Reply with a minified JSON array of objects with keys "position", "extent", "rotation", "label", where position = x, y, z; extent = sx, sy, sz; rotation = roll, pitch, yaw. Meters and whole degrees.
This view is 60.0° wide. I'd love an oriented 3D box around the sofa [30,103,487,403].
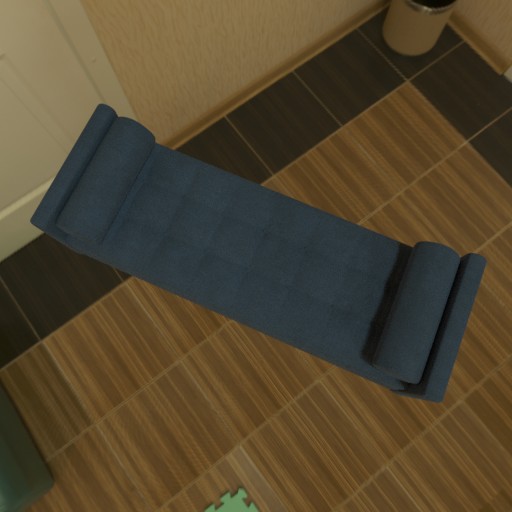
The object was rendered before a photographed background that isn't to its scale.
[{"position":[0.000,0.000,2.294],"extent":[1.981,0.635,0.686],"rotation":[23,77,6],"label":"sofa"}]
